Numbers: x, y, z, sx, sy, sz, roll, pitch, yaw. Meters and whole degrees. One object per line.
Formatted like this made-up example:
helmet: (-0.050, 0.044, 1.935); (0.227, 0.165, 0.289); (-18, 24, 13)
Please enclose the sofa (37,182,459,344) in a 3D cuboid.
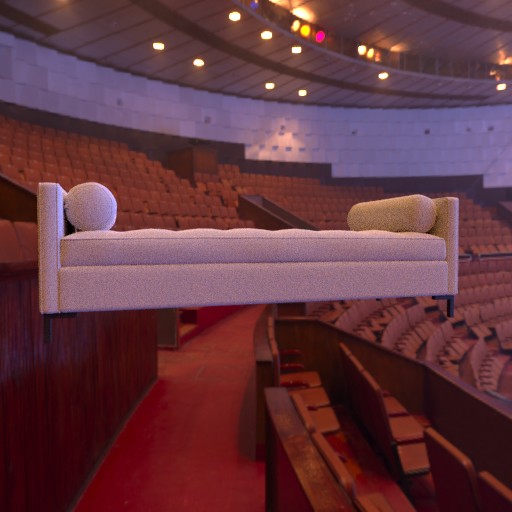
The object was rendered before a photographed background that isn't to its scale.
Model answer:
sofa: (0.000, 0.000, 2.334); (1.985, 0.641, 0.746); (-1, 2, -18)
